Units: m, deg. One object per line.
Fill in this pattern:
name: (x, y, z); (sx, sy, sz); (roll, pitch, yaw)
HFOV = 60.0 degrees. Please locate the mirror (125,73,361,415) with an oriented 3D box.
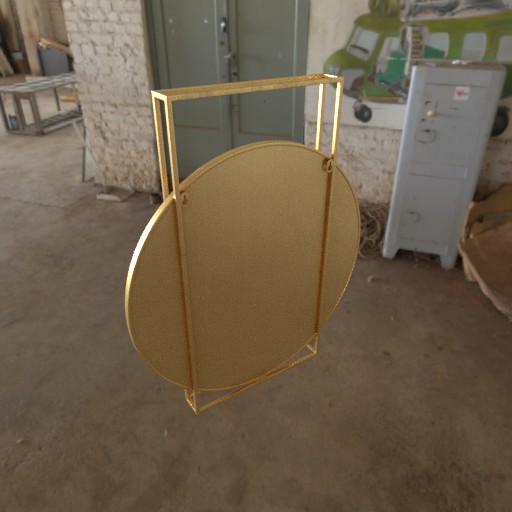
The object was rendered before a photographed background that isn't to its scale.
mirror: (0.000, 0.000, 0.821); (0.508, 0.603, 0.051); (-18, 34, -29)
